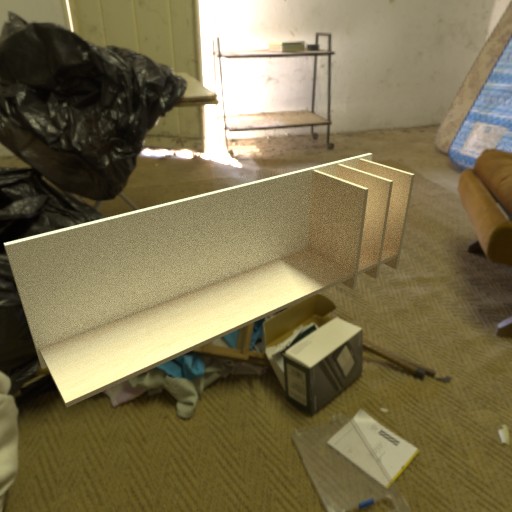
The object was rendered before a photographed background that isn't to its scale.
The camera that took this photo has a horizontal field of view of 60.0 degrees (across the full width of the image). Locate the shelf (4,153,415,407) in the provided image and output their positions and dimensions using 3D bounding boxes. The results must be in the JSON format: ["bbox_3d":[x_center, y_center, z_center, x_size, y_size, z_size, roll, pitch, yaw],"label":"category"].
[{"bbox_3d":[0.000,0.000,1.091,1.020,0.300,0.200,-20,34,-32],"label":"shelf"}]
